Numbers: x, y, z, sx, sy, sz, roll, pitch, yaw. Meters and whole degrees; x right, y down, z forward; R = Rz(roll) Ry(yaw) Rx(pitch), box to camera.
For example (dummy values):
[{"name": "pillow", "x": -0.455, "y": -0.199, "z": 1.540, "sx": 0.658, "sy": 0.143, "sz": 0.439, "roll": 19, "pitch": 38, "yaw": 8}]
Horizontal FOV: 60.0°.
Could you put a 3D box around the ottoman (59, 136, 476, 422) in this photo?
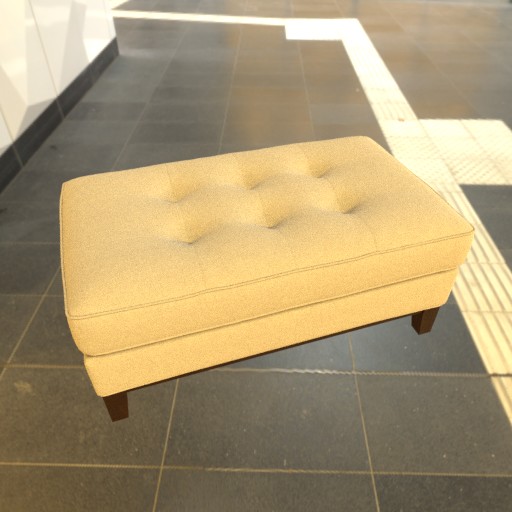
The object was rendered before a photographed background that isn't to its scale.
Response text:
[{"name": "ottoman", "x": 0.000, "y": 0.000, "z": 1.478, "sx": 1.143, "sy": 0.508, "sz": 0.648, "roll": -12, "pitch": 42, "yaw": -14}]
